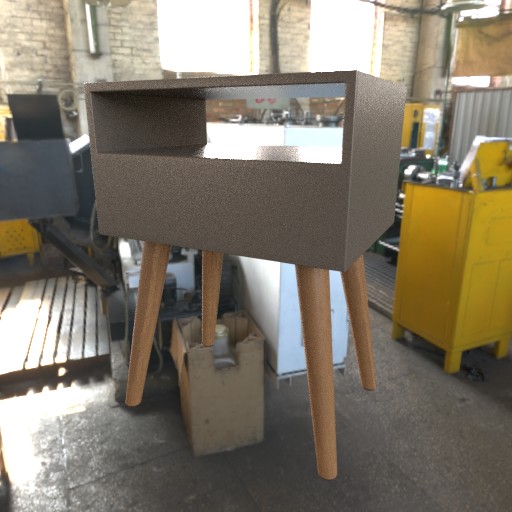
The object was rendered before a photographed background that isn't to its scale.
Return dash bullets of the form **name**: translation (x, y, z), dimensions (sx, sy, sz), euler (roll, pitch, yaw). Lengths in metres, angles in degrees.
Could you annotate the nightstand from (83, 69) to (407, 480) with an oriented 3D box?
- **nightstand**: translation (0.000, 0.000, 0.705), dimensions (0.370, 0.508, 0.288), euler (9, 19, 26)
